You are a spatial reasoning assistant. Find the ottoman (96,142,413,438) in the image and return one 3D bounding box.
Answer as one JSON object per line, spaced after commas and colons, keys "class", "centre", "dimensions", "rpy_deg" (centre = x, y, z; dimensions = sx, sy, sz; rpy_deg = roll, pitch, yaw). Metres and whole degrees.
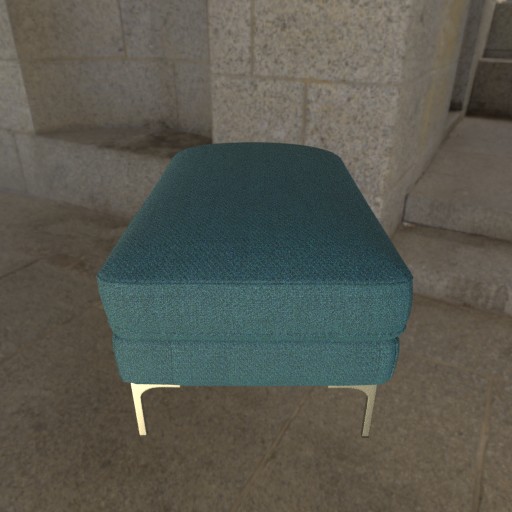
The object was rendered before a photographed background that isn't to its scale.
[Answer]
{"class": "ottoman", "centre": [0.000, 0.000, 1.198], "dimensions": [0.563, 0.498, 0.856], "rpy_deg": [0, 28, 0]}
